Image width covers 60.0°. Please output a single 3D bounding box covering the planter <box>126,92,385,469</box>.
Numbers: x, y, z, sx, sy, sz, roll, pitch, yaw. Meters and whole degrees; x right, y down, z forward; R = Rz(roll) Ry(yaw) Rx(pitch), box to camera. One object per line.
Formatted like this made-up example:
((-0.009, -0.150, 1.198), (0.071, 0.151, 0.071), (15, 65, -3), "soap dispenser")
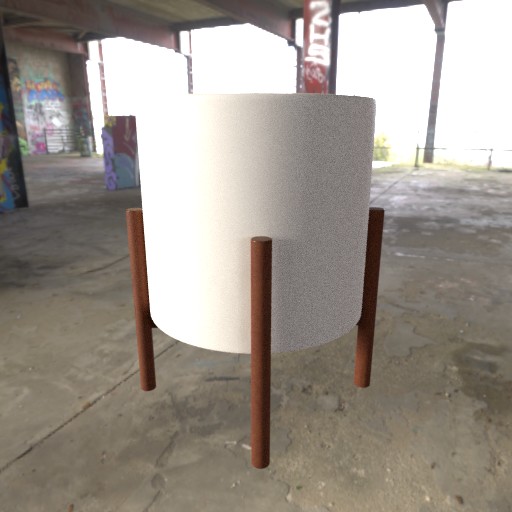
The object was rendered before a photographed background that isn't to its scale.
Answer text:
((0.000, 0.000, 0.875), (0.420, 0.581, 0.421), (-15, 23, -42), "planter")
